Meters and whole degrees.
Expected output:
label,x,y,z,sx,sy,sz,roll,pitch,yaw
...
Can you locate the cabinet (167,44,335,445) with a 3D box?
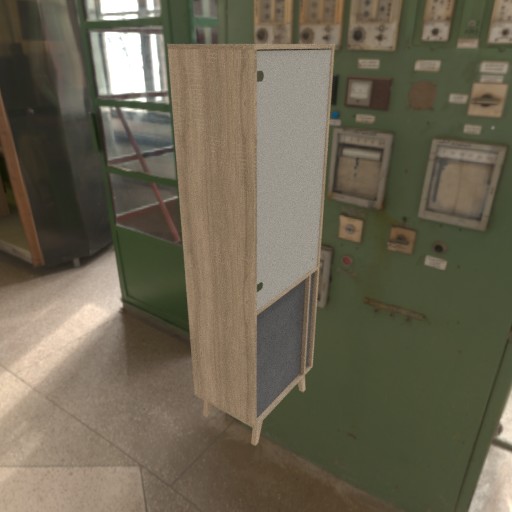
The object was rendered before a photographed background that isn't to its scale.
label,x,y,z,sx,sy,sz,roll,pitch,yaw
cabinet,0.000,0.000,2.146,0.400,1.850,0.570,17,31,32
